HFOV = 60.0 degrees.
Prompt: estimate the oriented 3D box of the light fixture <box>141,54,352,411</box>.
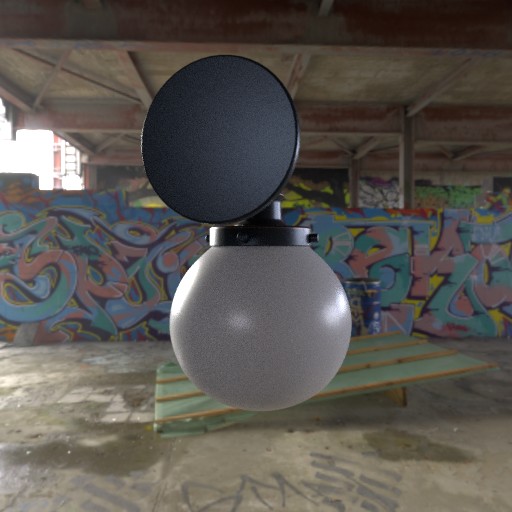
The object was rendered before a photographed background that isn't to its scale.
[{"bbox_3d":[0.000,0.000,0.473,0.197,0.332,0.230,0,1,17],"label":"light fixture"}]
